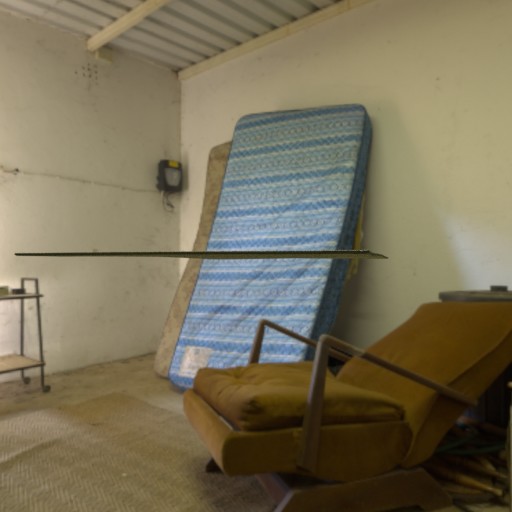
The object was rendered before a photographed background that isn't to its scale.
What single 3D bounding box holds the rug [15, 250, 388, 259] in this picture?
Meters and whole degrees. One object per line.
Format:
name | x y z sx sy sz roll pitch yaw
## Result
rug | 0.000 0.000 5.076 2.802 0.052 4.078 0 -1 18
